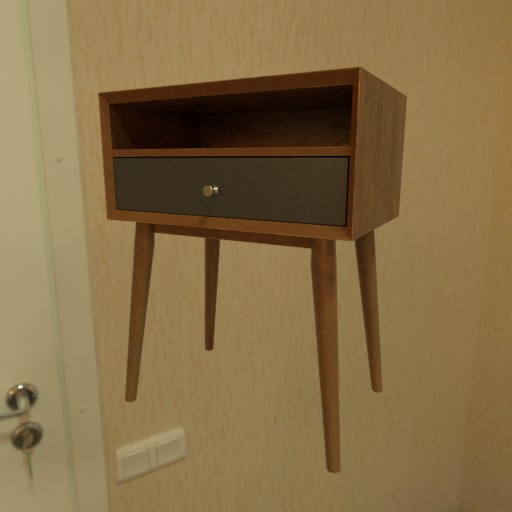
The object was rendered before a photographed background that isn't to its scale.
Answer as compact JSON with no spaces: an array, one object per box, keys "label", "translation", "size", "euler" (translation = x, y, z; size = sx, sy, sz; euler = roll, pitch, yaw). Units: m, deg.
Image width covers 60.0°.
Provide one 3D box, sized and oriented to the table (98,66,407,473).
[{"label":"table","translation":[0.000,0.000,0.838],"size":[0.454,0.580,0.307],"euler":[7,14,28]}]
